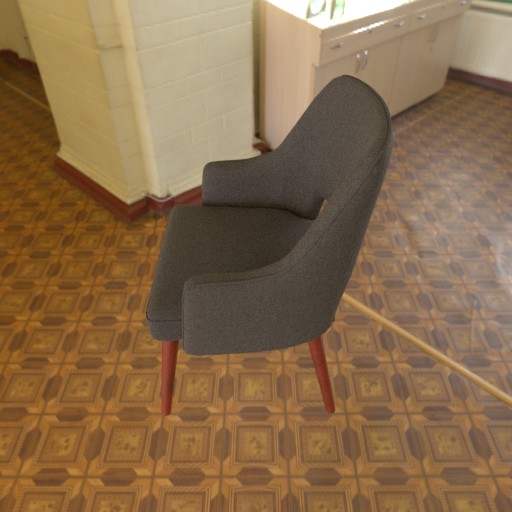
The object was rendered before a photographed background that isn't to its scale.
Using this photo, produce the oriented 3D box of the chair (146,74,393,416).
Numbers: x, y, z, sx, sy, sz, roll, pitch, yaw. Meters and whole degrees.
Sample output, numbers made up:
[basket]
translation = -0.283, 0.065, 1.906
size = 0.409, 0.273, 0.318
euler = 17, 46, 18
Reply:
[chair]
translation = 0.000, 0.000, 1.194
size = 0.560, 0.838, 0.559
euler = 0, 41, 0
